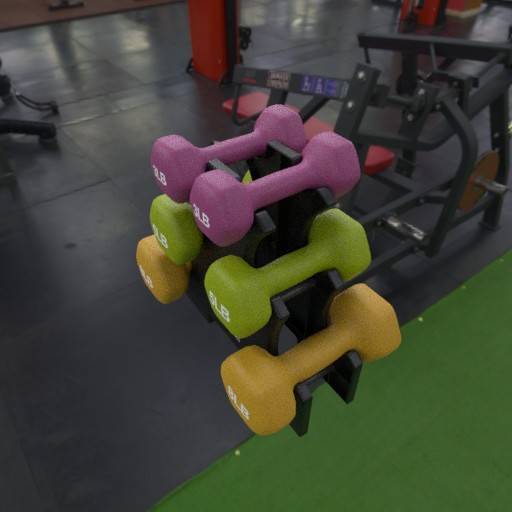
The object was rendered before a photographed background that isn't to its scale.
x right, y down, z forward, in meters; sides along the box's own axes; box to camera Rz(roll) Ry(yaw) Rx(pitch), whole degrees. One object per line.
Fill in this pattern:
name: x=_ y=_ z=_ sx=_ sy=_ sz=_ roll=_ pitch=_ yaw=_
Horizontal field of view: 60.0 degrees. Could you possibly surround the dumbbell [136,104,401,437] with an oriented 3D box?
dumbbell: x=0.000 y=0.000 z=0.485 sx=0.190 sy=0.271 sz=0.300 roll=-24 pitch=47 yaw=-25
